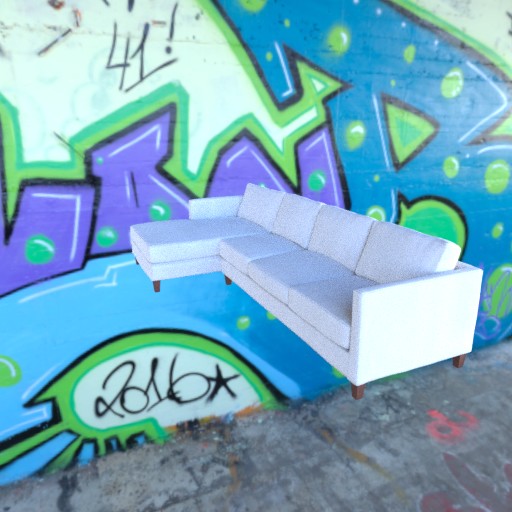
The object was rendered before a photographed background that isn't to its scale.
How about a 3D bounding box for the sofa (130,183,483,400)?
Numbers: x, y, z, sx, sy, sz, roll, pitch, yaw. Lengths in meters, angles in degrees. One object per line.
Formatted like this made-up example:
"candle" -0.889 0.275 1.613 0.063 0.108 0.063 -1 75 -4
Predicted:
"sofa" 0.000 0.000 3.836 1.625 0.861 3.186 -8 19 -24
